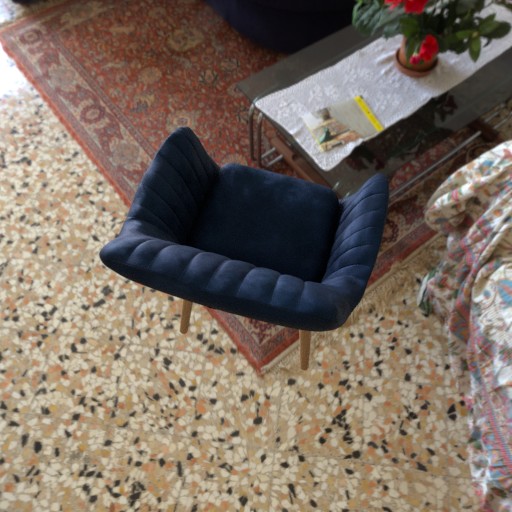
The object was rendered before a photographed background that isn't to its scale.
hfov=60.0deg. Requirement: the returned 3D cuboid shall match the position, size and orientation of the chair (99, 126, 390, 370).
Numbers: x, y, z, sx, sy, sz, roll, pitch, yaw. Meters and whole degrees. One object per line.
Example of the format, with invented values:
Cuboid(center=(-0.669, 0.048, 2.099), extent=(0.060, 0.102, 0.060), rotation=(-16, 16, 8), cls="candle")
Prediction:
Cuboid(center=(0.000, 0.000, 1.207), extent=(0.578, 0.826, 0.573), rotation=(15, 65, 7), cls="chair")
